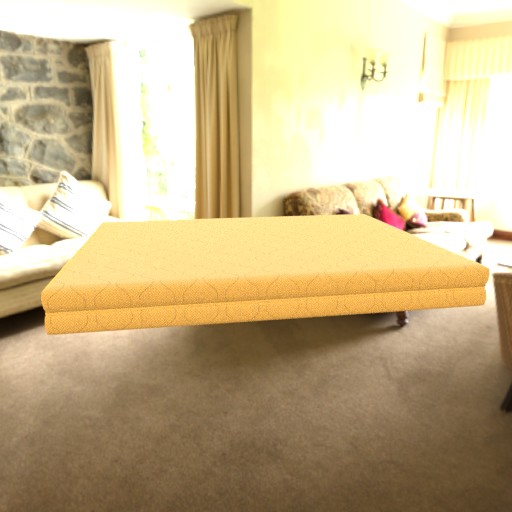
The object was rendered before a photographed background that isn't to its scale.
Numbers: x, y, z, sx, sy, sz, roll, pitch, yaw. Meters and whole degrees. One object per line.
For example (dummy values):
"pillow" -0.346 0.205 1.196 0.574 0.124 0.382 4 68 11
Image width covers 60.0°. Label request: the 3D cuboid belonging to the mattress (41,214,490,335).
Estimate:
"mattress" 0.000 0.000 2.519 1.900 0.200 1.400 -3 16 -9
